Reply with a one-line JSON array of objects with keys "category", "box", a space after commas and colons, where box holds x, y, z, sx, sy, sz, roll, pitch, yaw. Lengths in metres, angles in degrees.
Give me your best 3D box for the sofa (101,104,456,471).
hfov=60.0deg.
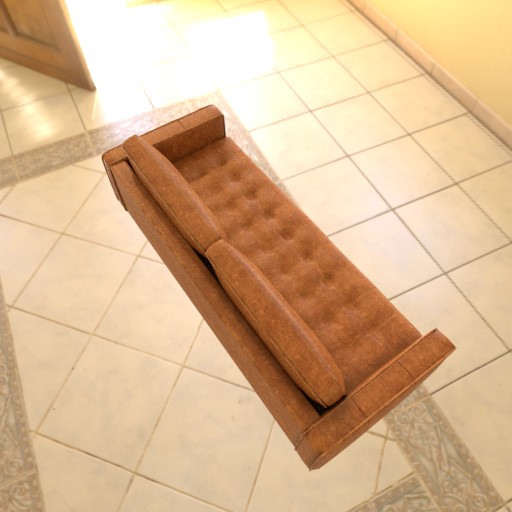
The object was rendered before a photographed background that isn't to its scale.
[{"category": "sofa", "box": [0.000, 0.000, 2.619, 0.886, 0.779, 2.199, -31, 63, -18]}]
